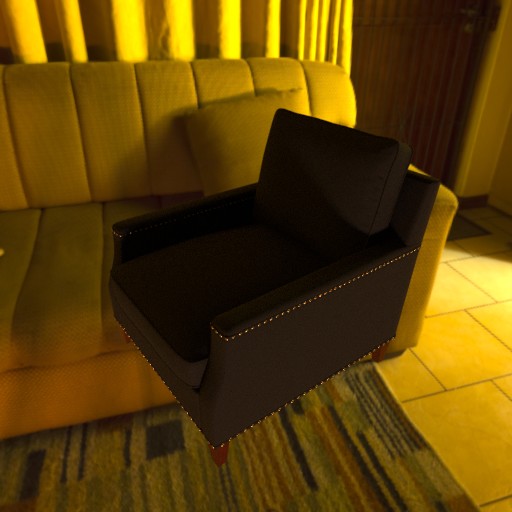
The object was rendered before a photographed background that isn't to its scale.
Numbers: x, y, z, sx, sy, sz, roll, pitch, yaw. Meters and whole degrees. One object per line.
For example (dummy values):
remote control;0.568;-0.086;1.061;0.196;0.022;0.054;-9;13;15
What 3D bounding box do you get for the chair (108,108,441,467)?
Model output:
chair;0.000;0.000;1.754;1.014;0.943;0.853;-21;36;-31
